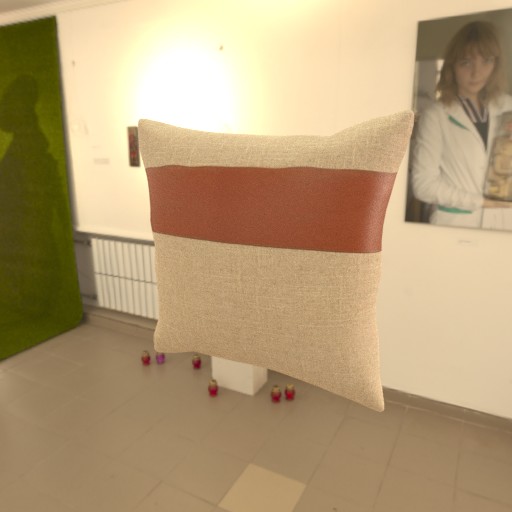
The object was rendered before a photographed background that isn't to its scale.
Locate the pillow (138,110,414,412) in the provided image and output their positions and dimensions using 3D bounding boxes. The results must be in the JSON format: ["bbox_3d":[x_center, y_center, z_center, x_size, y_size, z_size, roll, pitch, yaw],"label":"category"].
[{"bbox_3d":[0.000,0.000,0.654,0.414,0.399,0.173,7,16,27],"label":"pillow"}]
